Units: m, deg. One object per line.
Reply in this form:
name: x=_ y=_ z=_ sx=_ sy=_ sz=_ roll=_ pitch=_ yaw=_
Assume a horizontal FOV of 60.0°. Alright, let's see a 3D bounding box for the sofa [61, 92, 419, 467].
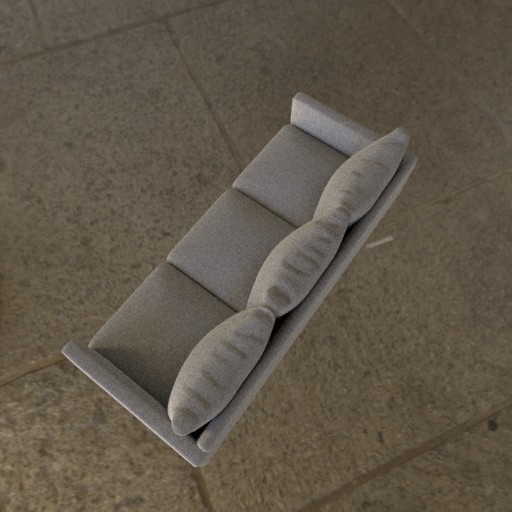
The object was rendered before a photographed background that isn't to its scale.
sofa: x=0.000 y=0.000 z=2.441 sx=0.850 sy=0.830 sz=2.000 roll=34 pitch=70 yaw=14
